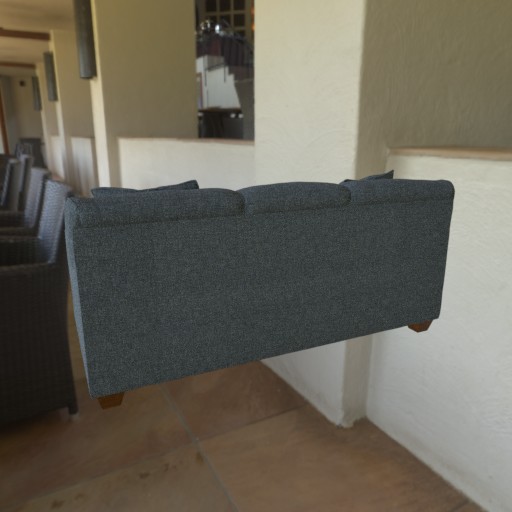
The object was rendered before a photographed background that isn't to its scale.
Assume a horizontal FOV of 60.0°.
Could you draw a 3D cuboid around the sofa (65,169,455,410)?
[{"bbox_3d":[0.000,0.000,2.583,2.024,0.958,0.997,-7,17,-24],"label":"sofa"}]
